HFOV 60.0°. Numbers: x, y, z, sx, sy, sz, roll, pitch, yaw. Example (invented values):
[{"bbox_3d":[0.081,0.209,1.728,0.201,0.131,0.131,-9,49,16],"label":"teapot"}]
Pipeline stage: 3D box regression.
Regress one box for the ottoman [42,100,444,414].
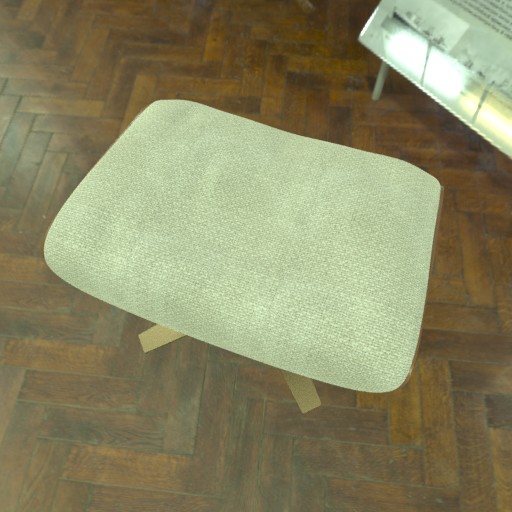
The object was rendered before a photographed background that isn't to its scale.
[{"bbox_3d":[0.000,0.000,0.787,0.520,0.391,0.394,18,65,9],"label":"ottoman"}]
